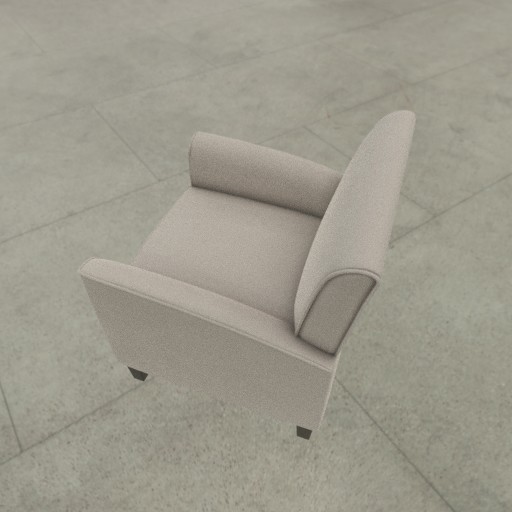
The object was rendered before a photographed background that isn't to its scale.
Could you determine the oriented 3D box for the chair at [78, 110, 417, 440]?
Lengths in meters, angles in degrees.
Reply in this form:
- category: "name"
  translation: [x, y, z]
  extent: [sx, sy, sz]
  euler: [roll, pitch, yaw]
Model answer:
- category: "chair"
  translation: [0.000, 0.000, 1.561]
  extent: [0.820, 0.915, 0.820]
  euler: [15, 48, 14]
